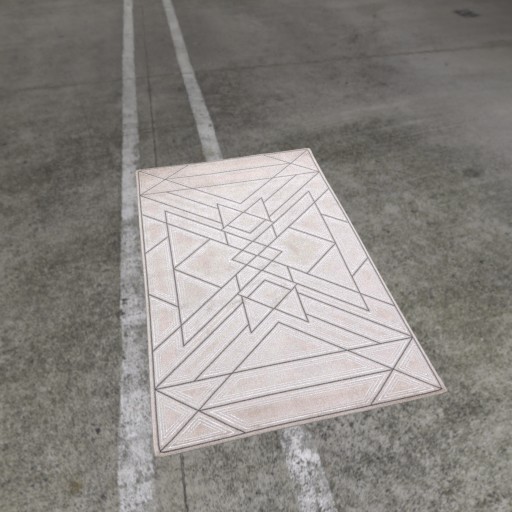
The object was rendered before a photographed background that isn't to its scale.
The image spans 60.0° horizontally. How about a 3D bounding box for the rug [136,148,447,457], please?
[{"bbox_3d":[0.000,0.000,3.110,1.575,0.023,2.459,-9,47,-9],"label":"rug"}]
